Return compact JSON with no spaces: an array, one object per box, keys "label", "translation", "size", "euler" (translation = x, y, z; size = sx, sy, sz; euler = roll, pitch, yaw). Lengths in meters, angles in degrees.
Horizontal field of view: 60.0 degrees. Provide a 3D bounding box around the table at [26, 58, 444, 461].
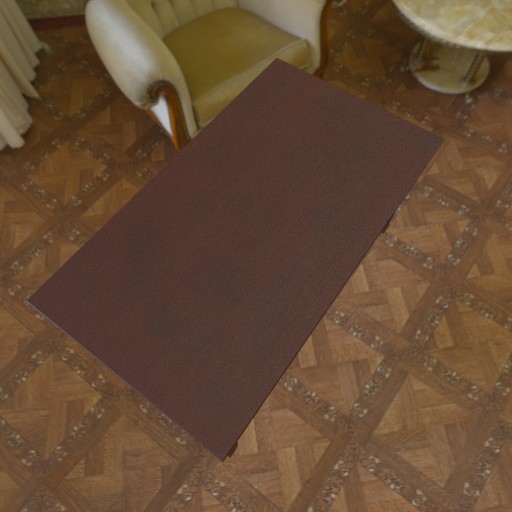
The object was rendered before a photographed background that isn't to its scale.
[{"label":"table","translation":[0.000,0.000,1.250],"size":[0.533,0.456,0.943],"euler":[33,67,16]}]
